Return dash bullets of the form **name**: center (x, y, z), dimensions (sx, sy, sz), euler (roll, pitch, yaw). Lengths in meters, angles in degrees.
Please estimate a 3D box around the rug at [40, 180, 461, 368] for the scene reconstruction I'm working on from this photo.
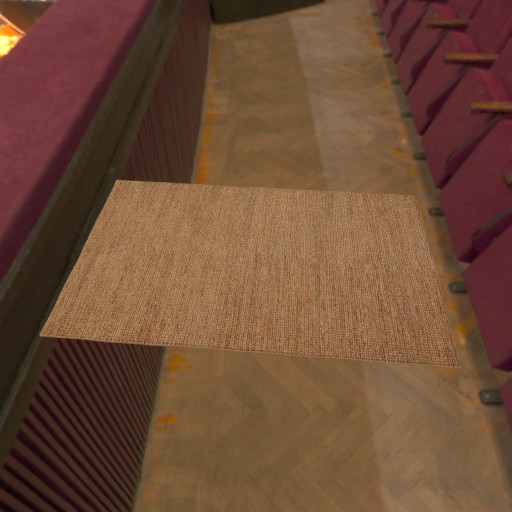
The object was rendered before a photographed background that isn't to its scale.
- **rug**: center (0.000, 0.000, 3.065), dimensions (2.438, 0.034, 1.521), euler (4, 47, 3)
